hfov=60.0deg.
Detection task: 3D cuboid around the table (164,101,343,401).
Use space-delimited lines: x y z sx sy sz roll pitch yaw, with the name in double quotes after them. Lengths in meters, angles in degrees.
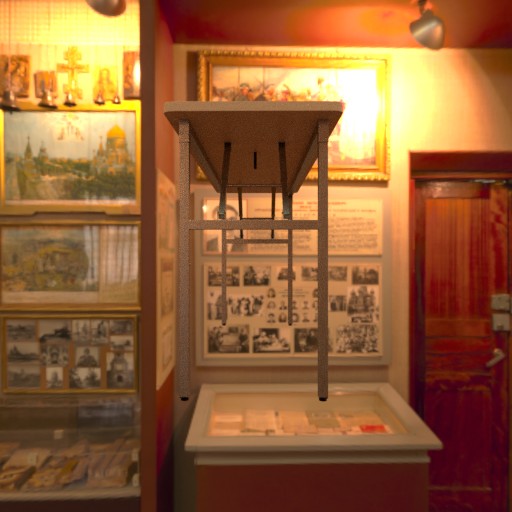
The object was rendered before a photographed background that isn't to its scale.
0.000 0.000 1.772 0.446 0.750 1.397 0 0 1 "table"
